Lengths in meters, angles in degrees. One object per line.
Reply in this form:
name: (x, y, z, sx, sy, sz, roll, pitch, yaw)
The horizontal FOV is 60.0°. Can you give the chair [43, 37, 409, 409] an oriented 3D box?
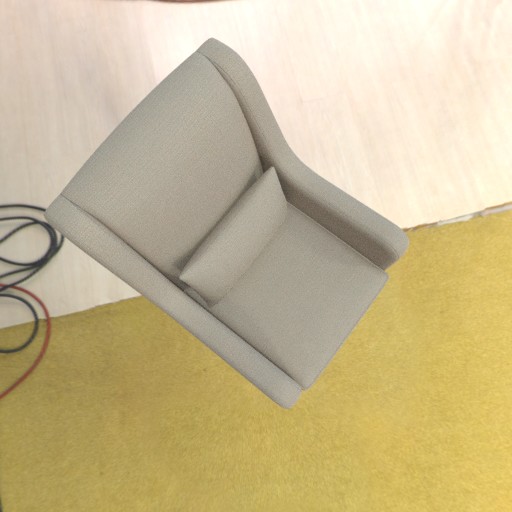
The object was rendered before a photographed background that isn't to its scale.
chair: (0.000, 0.000, 1.620, 0.896, 1.017, 0.715, 37, 79, 8)
